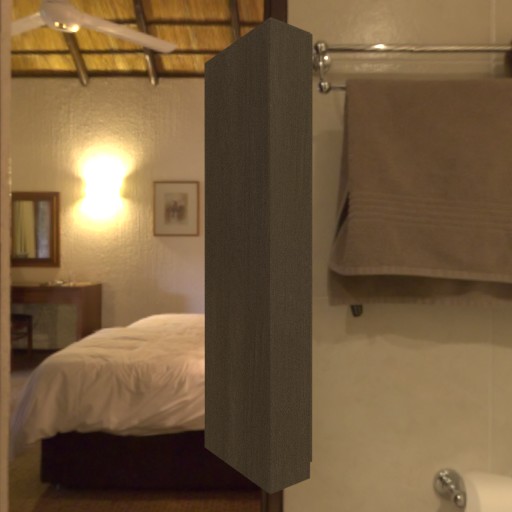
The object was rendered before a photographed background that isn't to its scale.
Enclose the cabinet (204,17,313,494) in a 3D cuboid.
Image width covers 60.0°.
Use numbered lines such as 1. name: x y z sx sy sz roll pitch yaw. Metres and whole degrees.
1. cabinet: 0.000 0.000 1.932 0.230 1.790 0.500 0 0 -36
